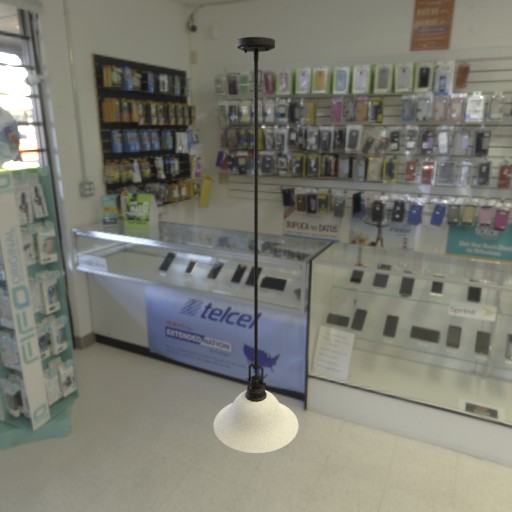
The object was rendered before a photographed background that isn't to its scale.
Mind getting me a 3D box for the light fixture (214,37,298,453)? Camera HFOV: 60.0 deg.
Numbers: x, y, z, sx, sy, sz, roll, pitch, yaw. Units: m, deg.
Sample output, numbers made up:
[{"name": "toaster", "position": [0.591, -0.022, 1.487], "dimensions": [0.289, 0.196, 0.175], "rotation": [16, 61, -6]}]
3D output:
[{"name": "light fixture", "position": [0.000, 0.000, 1.508], "dimensions": [0.324, 1.337, 0.324], "rotation": [9, 18, 27]}]
